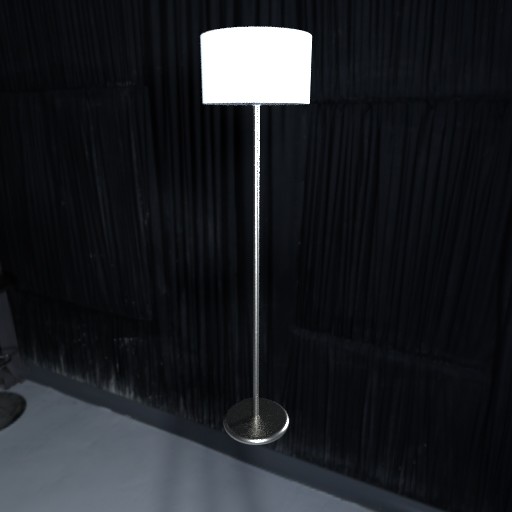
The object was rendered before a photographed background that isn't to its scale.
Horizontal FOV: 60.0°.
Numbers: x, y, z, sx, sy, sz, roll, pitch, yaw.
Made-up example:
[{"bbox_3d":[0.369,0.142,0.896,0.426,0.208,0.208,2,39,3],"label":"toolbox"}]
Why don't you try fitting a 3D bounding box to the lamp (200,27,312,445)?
[{"bbox_3d":[0.000,0.000,1.612,0.347,1.443,0.347,8,20,25],"label":"lamp"}]
